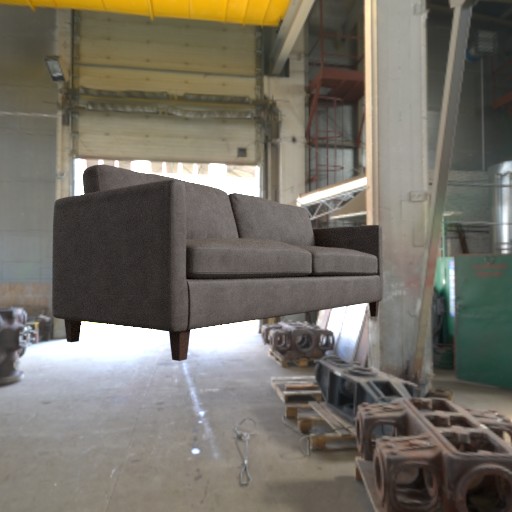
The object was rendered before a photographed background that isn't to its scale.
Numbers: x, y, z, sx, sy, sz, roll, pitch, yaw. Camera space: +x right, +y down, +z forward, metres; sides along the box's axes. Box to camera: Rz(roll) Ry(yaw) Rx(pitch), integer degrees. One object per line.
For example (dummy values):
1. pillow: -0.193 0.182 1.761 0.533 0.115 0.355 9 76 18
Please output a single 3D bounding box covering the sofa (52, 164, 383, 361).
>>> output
1. sofa: 0.000 0.000 3.050 0.951 0.965 2.434 -1 -2 36
